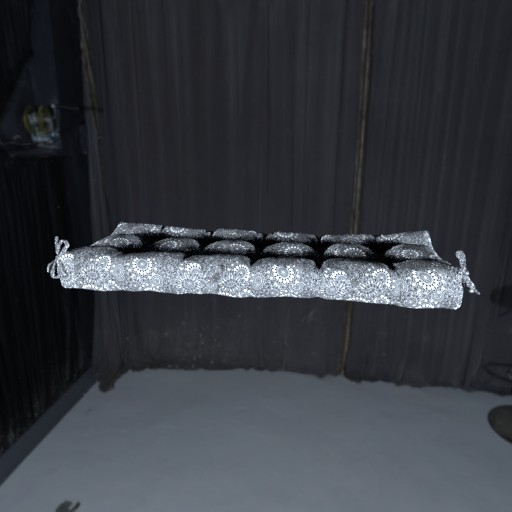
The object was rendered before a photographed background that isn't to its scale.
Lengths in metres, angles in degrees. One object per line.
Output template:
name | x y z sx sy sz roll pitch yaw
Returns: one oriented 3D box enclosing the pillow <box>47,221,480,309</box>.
pillow | 0.000 0.000 1.374 1.194 0.174 0.511 2 16 8
